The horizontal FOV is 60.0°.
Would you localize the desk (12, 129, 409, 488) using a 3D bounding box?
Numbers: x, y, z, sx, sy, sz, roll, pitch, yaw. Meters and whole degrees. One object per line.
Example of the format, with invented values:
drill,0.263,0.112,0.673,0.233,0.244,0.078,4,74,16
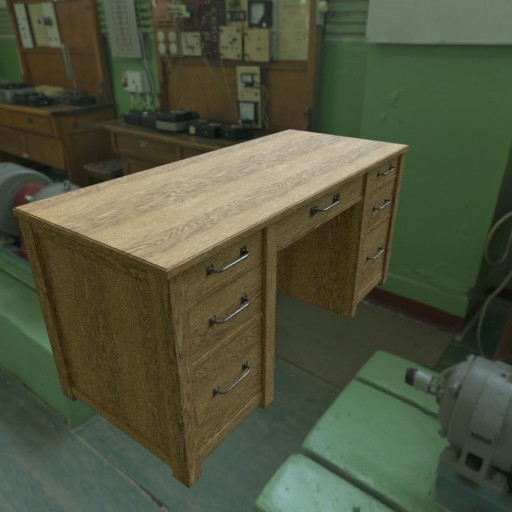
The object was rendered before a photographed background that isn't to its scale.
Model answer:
desk,0.000,0.000,1.894,0.685,0.751,1.567,18,32,32
